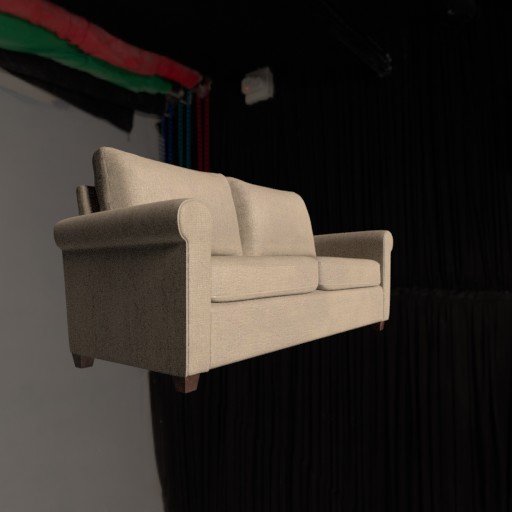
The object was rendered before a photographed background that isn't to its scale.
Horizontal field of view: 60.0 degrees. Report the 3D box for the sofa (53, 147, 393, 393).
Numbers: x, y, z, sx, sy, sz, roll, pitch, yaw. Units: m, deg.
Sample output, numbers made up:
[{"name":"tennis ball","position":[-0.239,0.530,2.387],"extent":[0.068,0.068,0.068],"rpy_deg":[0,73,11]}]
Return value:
[{"name":"sofa","position":[0.000,0.000,2.411],"extent":[0.842,0.942,1.935],"rpy_deg":[-1,-1,37]}]
